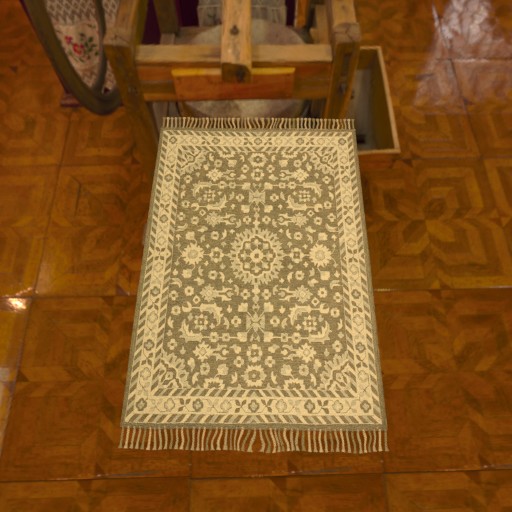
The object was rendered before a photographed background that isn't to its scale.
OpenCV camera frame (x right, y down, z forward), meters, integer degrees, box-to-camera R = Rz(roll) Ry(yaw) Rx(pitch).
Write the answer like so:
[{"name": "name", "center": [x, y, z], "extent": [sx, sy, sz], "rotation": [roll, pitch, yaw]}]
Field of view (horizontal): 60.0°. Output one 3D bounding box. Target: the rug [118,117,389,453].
[{"name": "rug", "center": [0.000, 0.000, 2.993], "extent": [1.530, 0.025, 2.431], "rotation": [1, 64, 0]}]
